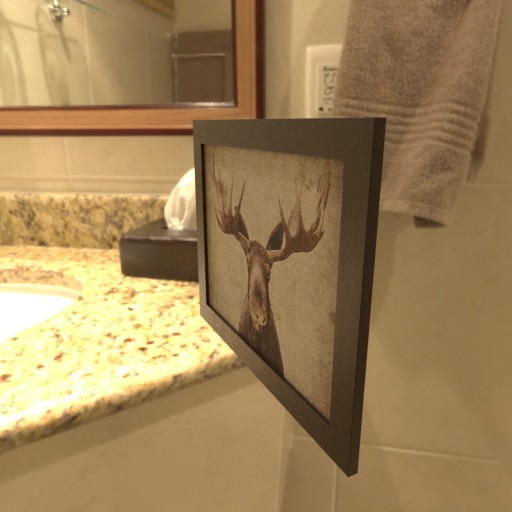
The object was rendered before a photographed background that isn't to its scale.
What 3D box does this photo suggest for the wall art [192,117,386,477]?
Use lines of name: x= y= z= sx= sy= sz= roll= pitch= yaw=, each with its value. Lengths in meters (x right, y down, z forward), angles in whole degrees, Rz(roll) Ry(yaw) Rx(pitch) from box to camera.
wall art: x=0.000 y=0.000 z=1.614 sx=0.034 sy=0.952 sz=1.207 roll=-8 pitch=19 yaw=-25
